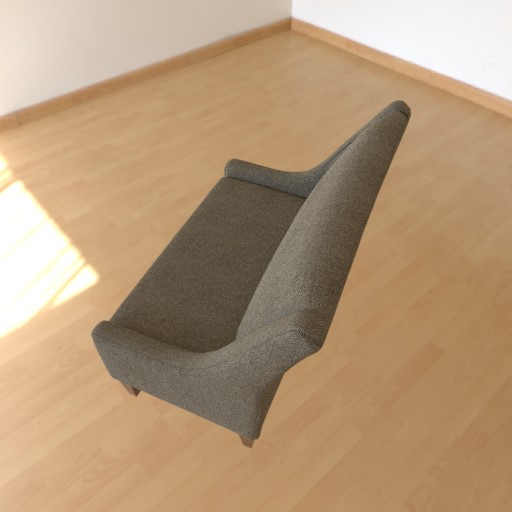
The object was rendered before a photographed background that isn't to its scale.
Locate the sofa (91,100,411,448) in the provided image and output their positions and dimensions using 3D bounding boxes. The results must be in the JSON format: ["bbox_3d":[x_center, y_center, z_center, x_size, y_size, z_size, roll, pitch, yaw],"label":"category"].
[{"bbox_3d":[0.000,0.000,1.905,0.870,1.021,1.242,18,50,16],"label":"sofa"}]
